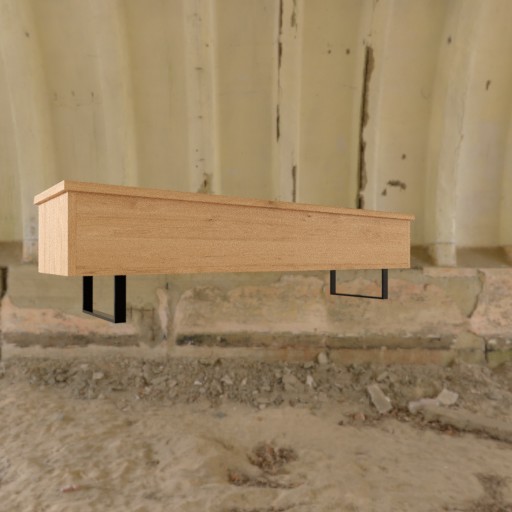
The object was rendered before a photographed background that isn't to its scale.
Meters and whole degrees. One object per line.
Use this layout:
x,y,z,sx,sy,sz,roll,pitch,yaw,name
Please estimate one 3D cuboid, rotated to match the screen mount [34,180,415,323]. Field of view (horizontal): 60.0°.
0.000,0.000,1.952,1.700,0.430,0.450,0,0,-37,screen mount
